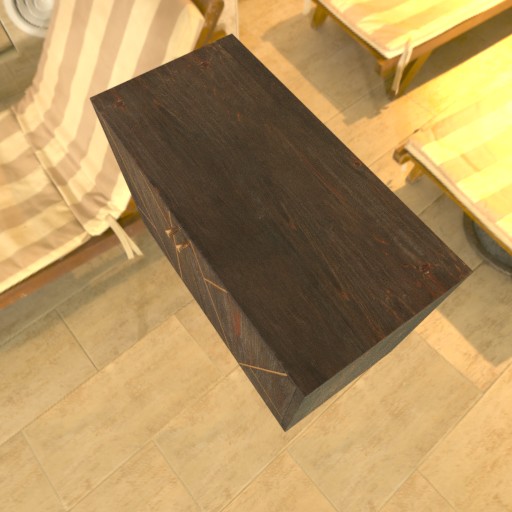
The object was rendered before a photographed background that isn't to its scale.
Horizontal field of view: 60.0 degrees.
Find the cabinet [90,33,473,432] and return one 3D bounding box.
[{"bbox_3d":[0.000,0.000,1.554,0.529,0.897,1.023,-32,67,-15],"label":"cabinet"}]
